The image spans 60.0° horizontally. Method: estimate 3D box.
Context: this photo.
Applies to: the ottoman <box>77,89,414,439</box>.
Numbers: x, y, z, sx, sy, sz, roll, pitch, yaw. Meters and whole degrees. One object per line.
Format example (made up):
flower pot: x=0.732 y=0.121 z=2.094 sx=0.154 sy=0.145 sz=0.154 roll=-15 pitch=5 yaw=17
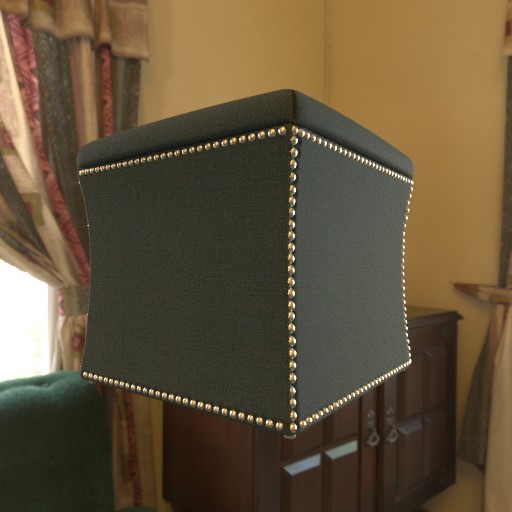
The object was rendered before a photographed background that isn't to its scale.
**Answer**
ottoman: x=0.000 y=0.000 z=0.879 sx=0.497 sy=0.475 sz=0.507 roll=0 pitch=-1 yaw=36
